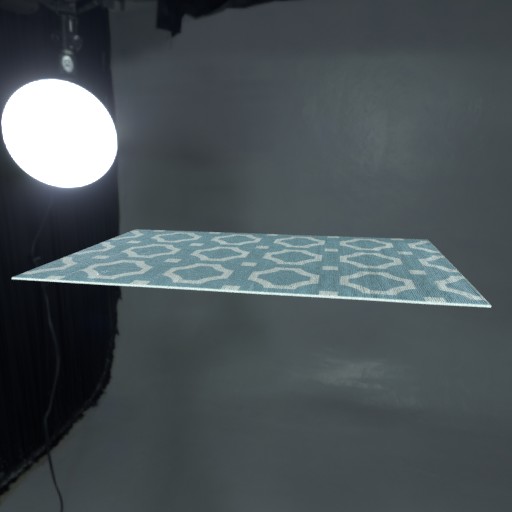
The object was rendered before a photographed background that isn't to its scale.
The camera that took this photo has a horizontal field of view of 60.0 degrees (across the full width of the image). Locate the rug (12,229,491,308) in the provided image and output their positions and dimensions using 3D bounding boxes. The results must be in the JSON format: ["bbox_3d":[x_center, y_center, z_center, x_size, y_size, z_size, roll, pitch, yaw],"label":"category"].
[{"bbox_3d":[0.000,0.000,2.936,2.443,0.015,1.528,3,14,10],"label":"rug"}]
